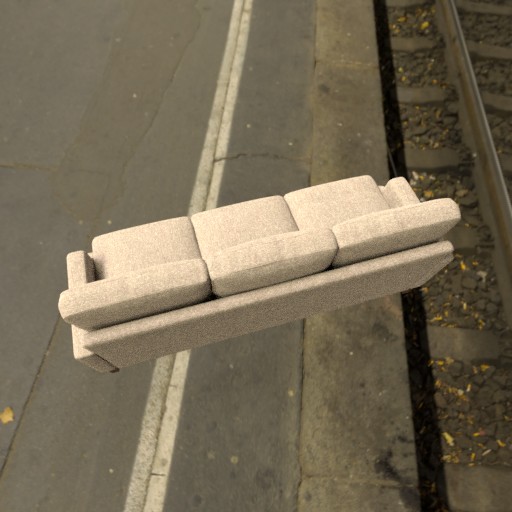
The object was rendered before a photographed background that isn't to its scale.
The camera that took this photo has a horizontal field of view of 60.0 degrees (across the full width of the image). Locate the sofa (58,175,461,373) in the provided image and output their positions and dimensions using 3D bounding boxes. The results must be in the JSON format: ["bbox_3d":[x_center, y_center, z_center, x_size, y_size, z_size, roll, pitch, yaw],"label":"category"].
[{"bbox_3d":[0.000,0.000,2.664,2.115,0.984,0.888,-14,59,-9],"label":"sofa"}]
